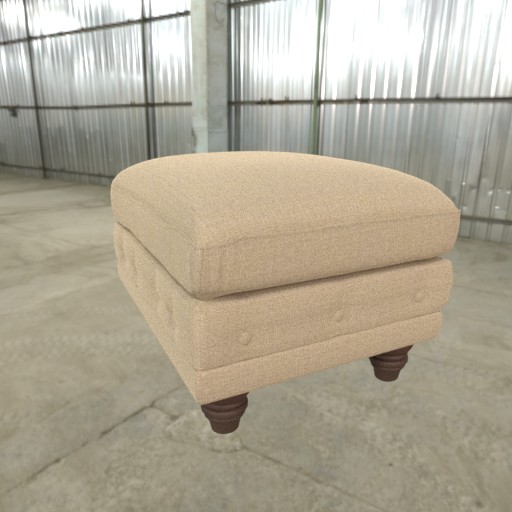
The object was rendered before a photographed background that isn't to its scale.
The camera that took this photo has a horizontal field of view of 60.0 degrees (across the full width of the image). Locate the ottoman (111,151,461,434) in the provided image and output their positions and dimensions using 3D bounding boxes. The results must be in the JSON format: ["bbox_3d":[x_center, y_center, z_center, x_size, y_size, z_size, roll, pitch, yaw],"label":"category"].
[{"bbox_3d":[0.000,0.000,1.029,0.541,0.463,0.684,-8,18,-25],"label":"ottoman"}]
